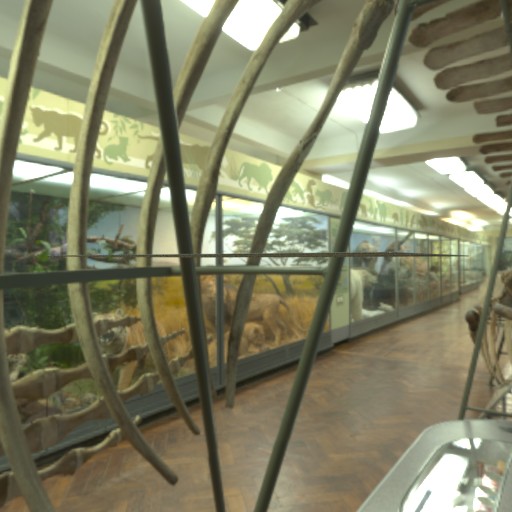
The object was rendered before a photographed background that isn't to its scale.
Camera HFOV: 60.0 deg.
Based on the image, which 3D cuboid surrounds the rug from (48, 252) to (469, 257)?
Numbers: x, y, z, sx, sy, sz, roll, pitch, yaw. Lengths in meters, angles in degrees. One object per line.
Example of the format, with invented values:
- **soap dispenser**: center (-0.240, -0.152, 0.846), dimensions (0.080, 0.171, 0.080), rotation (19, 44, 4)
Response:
- **rug**: center (0.000, 0.000, 2.328), dimensions (1.854, 0.006, 1.234), rotation (0, -1, 35)
